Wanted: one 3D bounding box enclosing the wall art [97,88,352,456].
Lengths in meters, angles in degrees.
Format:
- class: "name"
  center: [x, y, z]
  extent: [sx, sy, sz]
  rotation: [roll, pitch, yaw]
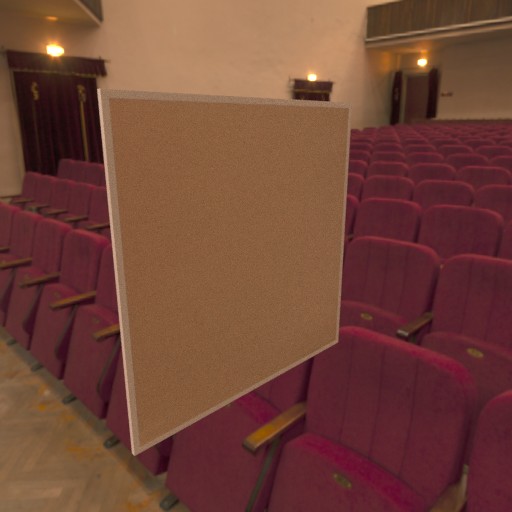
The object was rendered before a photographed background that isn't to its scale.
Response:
- class: "wall art"
  center: [0.000, 0.000, 1.201]
  extent: [0.809, 0.809, 0.012]
  rotation: [-16, 23, -42]
